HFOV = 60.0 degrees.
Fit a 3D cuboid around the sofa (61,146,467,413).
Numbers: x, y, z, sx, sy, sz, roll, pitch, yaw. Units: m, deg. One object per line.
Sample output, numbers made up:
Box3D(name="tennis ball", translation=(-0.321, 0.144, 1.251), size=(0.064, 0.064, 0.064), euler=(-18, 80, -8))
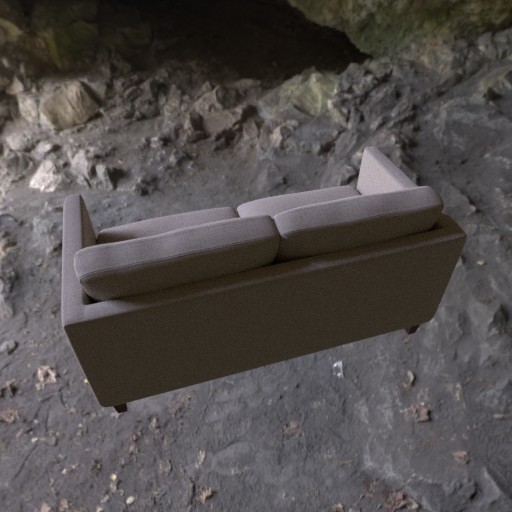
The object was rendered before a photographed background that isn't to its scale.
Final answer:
Box3D(name="sofa", translation=(0.000, 0.000, 2.430), size=(1.884, 0.947, 0.951), euler=(-12, 44, -13))
